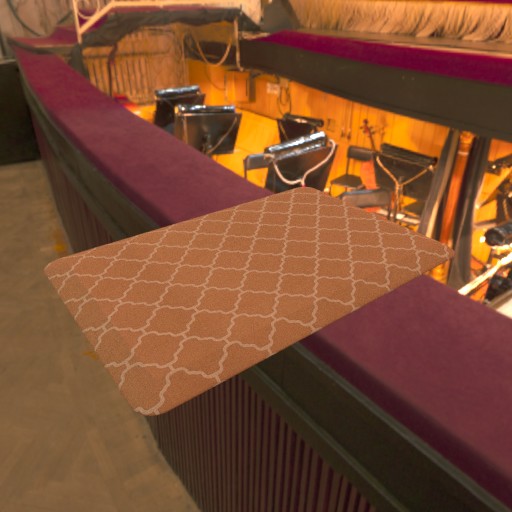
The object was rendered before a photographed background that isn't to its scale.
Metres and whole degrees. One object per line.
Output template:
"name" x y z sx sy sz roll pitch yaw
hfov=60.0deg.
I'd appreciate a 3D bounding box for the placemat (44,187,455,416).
"placemat" 0.000 0.000 0.957 0.762 0.021 0.508 -21 36 -31
